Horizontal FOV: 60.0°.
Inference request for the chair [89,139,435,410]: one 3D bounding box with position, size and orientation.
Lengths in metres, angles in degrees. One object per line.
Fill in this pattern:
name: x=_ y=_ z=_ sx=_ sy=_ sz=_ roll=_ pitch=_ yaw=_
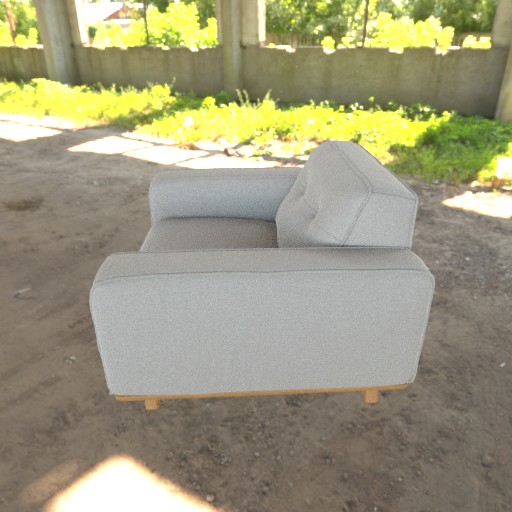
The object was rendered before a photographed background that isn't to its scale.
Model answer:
chair: x=0.000 y=0.000 z=1.739 sx=0.953 sy=0.779 sz=1.115 roll=-1 pitch=27 yaw=-2
